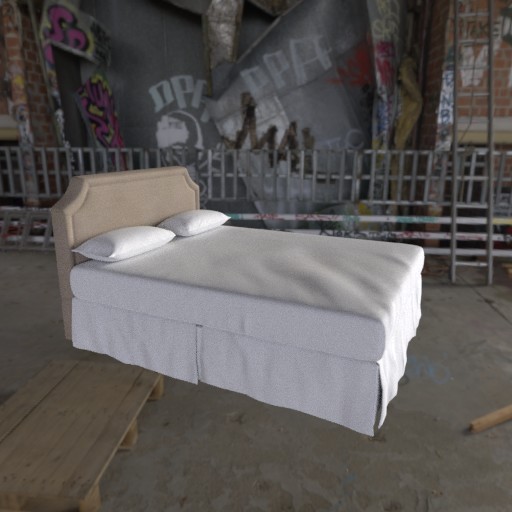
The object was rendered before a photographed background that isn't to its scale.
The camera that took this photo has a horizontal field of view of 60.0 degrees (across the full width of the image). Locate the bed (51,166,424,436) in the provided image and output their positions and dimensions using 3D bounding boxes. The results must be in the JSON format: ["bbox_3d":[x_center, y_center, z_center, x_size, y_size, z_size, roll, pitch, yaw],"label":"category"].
[{"bbox_3d":[0.000,0.000,3.606,2.498,1.293,1.977,7,17,25],"label":"bed"}]
